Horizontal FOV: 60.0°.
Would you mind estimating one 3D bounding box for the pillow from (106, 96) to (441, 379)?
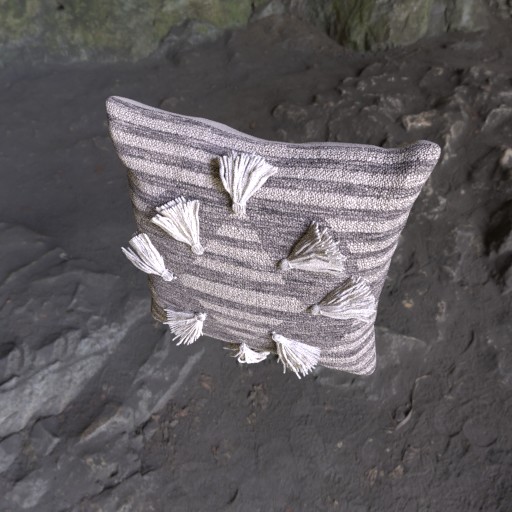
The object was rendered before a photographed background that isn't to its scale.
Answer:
[{"bbox_3d":[0.000,0.000,0.761,0.484,0.490,0.234,12,43,13],"label":"pillow"}]
